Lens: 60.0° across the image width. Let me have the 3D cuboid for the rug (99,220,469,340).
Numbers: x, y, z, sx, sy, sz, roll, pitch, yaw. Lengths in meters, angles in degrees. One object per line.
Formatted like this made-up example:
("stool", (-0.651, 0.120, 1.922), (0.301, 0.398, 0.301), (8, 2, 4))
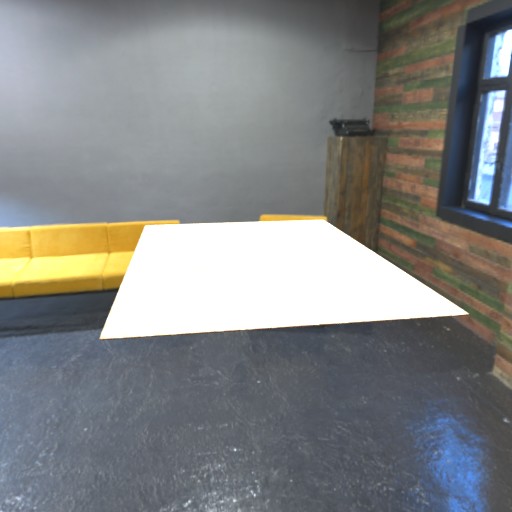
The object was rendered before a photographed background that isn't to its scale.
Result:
("rug", (0.000, 0.000, 4.436), (2.438, 0.010, 3.353), (-2, 16, -9))
